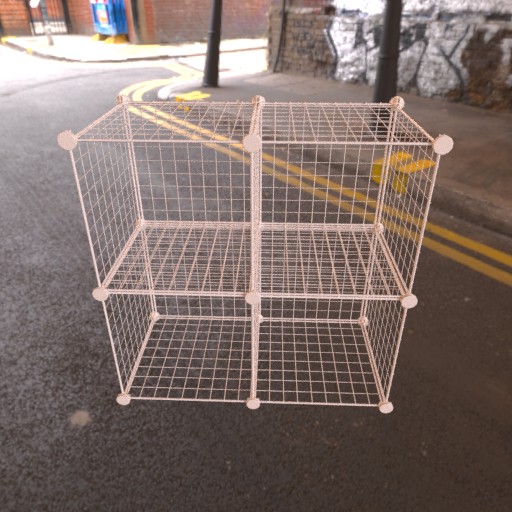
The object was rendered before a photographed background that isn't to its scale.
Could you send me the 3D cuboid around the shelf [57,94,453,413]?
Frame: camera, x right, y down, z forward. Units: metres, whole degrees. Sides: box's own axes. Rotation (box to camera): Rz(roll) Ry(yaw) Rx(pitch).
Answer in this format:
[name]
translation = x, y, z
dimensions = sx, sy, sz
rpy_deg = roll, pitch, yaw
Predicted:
[shelf]
translation = 0.000, 0.000, 1.121
dimensions = 0.711, 0.711, 0.356
rpy_deg = 1, 30, 2
